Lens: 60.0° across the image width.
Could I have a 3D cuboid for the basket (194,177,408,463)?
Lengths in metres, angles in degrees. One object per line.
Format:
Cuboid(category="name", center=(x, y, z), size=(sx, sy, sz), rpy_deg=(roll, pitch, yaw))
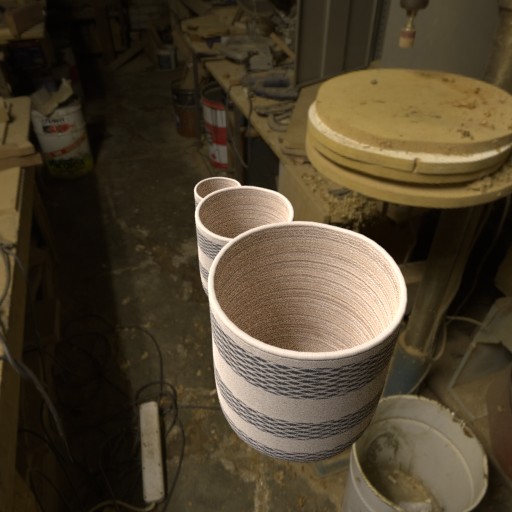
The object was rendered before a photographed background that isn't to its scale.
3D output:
Cuboid(category="basket", center=(0.000, 0.000, 1.098), size=(0.351, 0.356, 0.917), rpy_deg=(-12, 41, -14))
